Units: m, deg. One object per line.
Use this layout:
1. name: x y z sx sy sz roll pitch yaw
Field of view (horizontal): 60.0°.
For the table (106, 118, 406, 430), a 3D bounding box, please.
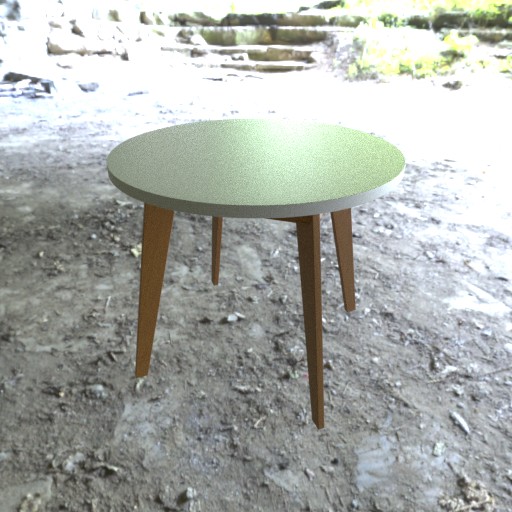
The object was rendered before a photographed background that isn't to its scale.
1. table: 0.000 0.000 1.569 0.896 0.762 0.896 0 29 0
